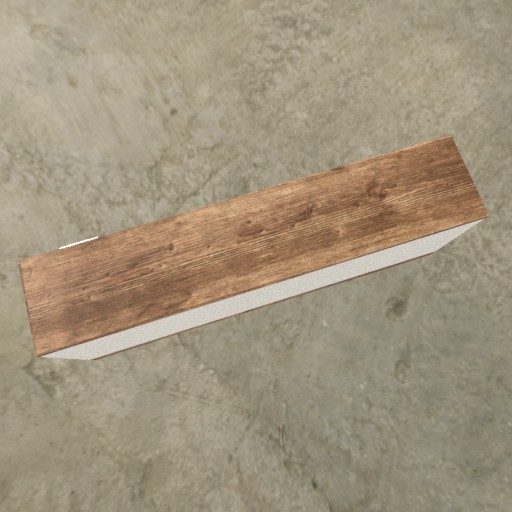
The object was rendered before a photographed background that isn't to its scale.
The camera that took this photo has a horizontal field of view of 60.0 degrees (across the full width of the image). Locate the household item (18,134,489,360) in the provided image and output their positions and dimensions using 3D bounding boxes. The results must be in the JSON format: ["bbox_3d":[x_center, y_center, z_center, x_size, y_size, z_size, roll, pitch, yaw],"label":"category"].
[{"bbox_3d":[0.000,0.000,2.019,1.800,0.615,0.390,-17,76,-4],"label":"household item"}]
